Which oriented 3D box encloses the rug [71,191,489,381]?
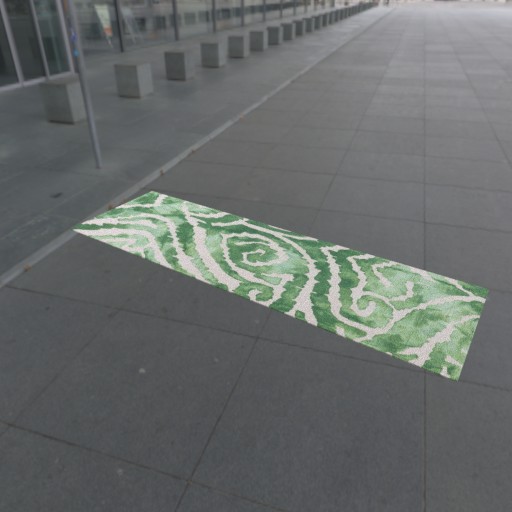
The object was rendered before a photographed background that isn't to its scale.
[{"bbox_3d":[0.000,0.000,2.635,2.438,0.006,0.761,19,36,28],"label":"rug"}]
